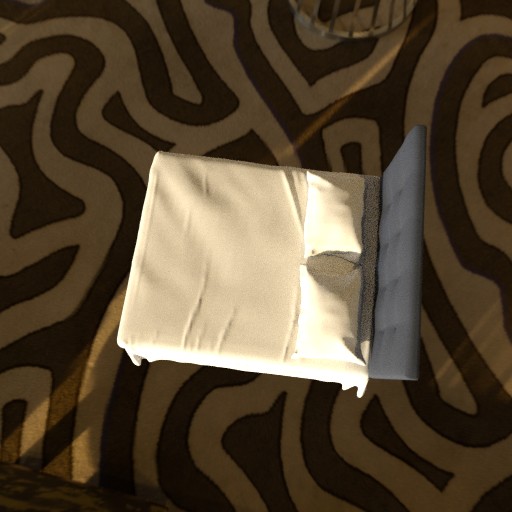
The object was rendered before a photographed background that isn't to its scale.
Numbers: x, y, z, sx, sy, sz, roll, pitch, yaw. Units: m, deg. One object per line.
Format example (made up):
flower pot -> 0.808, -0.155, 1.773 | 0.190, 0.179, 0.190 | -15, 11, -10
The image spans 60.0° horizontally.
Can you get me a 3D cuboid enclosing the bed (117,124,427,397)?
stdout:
bed -> 0.000, 0.000, 3.470 | 2.222, 1.577, 1.936 | 7, 75, 2
